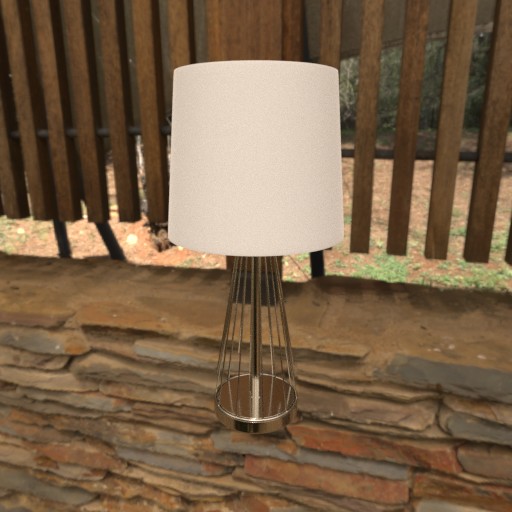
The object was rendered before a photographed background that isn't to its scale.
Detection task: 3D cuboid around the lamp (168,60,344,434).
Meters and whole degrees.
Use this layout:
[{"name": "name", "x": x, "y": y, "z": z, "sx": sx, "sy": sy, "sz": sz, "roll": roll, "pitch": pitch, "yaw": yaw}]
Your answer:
[{"name": "lamp", "x": 0.000, "y": 0.000, "z": 0.789, "sx": 0.303, "sy": 0.618, "sz": 0.303, "roll": 0, "pitch": 16, "yaw": 0}]
